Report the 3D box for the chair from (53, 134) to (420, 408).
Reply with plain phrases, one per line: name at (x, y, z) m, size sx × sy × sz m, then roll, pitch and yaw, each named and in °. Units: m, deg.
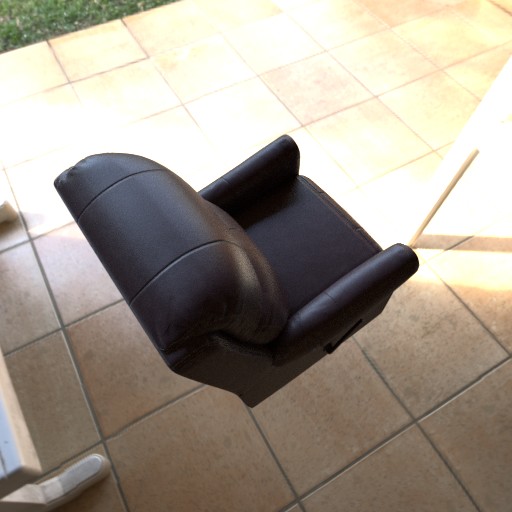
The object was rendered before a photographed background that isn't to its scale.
chair at (0.000, 0.000, 1.716) m, size 1.014 × 1.054 × 0.838 m, roll -32°, pitch 64°, yaw -18°
